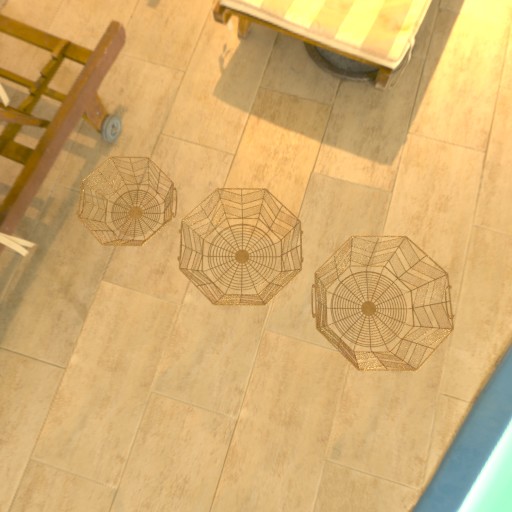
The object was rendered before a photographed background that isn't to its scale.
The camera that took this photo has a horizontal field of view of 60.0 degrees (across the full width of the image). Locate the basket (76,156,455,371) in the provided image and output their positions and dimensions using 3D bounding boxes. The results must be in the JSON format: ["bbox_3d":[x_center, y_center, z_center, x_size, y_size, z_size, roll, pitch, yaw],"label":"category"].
[{"bbox_3d":[0.000,0.000,1.429,1.245,0.178,0.432,22,77,5],"label":"basket"}]
